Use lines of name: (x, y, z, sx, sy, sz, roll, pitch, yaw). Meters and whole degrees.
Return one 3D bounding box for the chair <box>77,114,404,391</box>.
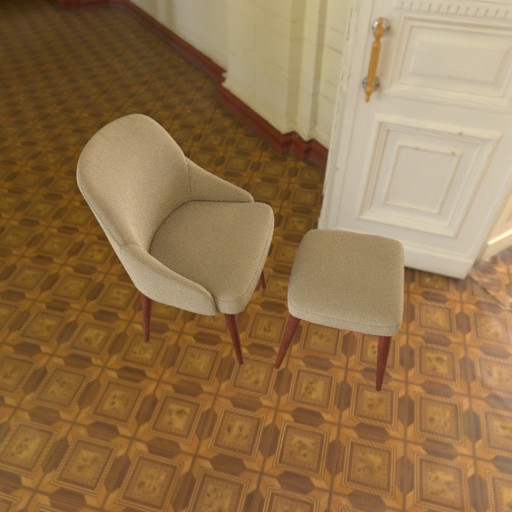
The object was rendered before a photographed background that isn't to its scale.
chair: (0.000, 0.000, 1.676, 1.114, 0.866, 0.584, 10, 46, 10)
